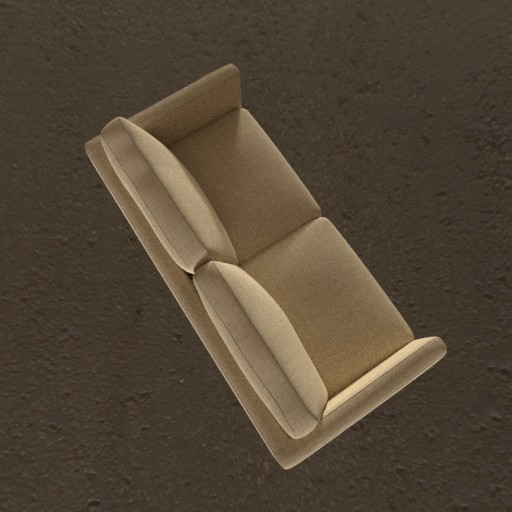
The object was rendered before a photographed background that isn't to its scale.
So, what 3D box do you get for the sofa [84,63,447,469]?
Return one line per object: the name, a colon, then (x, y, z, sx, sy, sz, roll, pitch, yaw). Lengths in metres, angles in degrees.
sofa: (0.000, 0.000, 2.418, 0.950, 0.963, 1.884, -32, 77, -8)
